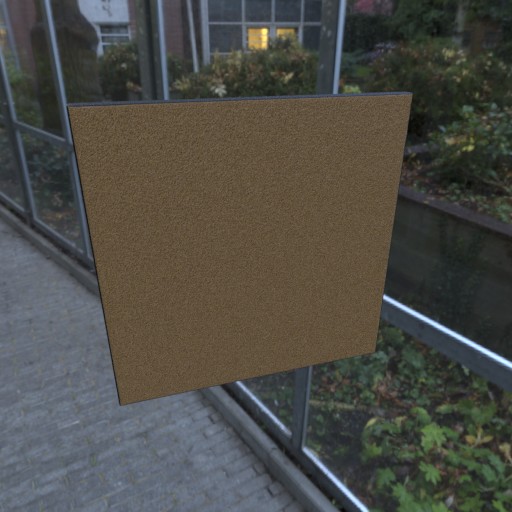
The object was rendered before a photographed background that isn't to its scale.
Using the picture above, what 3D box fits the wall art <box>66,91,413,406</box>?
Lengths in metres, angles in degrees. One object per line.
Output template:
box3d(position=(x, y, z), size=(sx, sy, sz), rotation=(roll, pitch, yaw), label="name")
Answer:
box3d(position=(0.000, 0.000, 0.669), size=(0.456, 0.453, 0.022), rotation=(-8, 27, -15), label="wall art")
